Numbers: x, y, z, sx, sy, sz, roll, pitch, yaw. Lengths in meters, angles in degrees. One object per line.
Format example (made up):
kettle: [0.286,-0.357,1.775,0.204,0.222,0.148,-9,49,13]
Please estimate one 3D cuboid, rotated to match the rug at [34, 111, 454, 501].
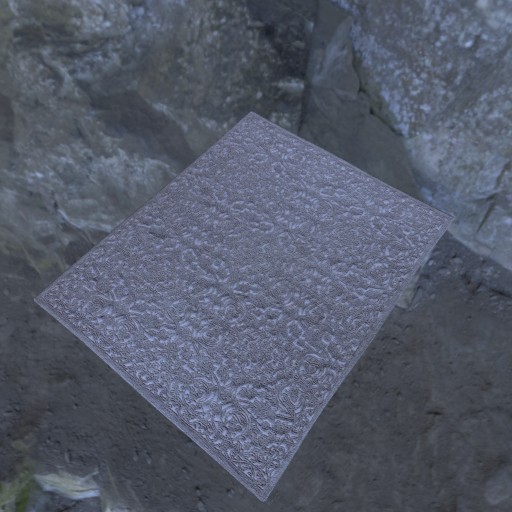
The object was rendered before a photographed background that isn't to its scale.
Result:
rug: [0.000,0.000,3.999,2.472,0.035,3.017,33,64,19]
